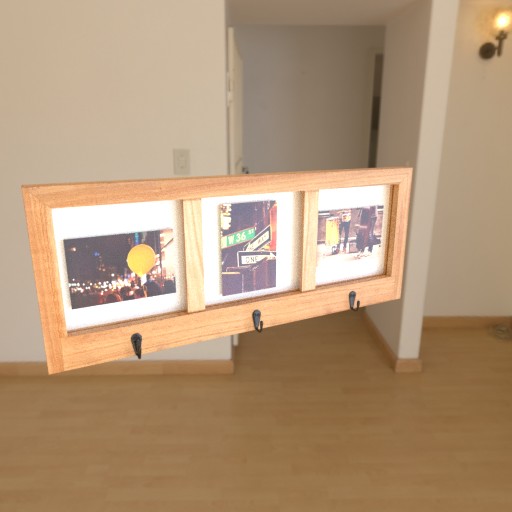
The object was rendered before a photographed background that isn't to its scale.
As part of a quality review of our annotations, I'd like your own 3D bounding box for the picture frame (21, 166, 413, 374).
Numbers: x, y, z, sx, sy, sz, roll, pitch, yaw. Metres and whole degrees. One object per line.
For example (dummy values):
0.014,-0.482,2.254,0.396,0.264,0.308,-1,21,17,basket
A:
0.000,0.000,0.650,0.582,0.234,0.045,-8,18,-25,picture frame
